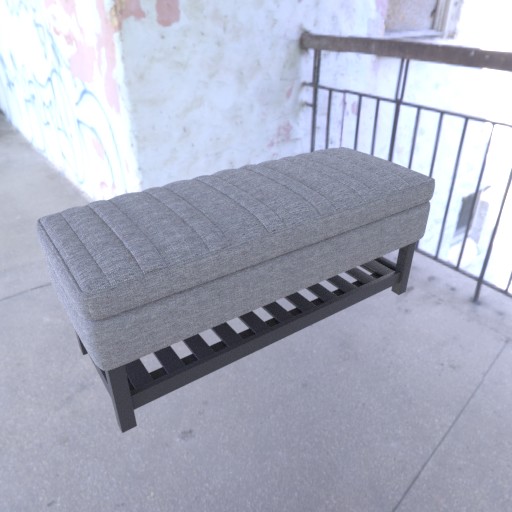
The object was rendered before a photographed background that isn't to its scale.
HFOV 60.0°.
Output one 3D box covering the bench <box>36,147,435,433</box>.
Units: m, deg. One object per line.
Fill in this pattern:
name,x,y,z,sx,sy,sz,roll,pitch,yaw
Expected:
bench,0.000,0.000,1.338,1.100,0.470,0.429,-19,36,-29
